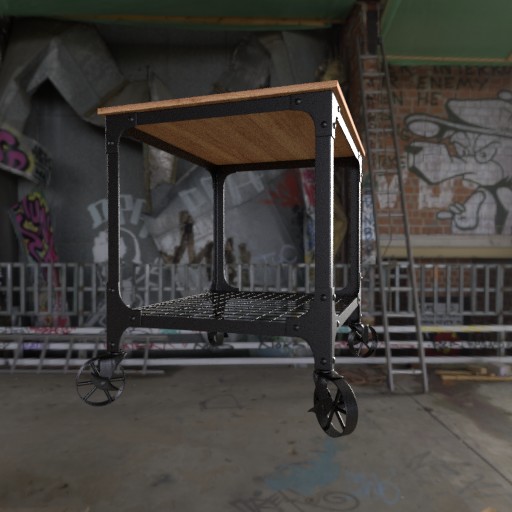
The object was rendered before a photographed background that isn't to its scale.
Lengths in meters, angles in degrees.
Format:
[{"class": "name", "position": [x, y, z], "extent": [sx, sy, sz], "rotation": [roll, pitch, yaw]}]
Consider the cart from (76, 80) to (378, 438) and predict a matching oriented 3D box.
[{"class": "cart", "position": [0.000, 0.000, 1.105], "extent": [0.558, 0.603, 0.666], "rotation": [0, 1, 18]}]
